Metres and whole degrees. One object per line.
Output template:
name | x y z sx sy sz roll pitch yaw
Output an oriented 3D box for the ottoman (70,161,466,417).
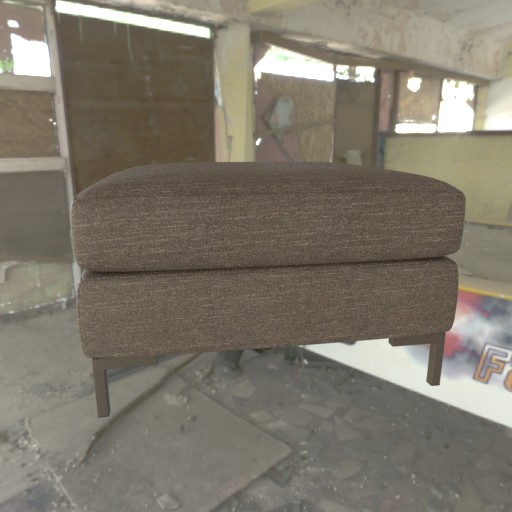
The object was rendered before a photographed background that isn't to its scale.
ottoman | 0.000 0.000 1.205 0.820 0.490 0.671 -2 15 -9
